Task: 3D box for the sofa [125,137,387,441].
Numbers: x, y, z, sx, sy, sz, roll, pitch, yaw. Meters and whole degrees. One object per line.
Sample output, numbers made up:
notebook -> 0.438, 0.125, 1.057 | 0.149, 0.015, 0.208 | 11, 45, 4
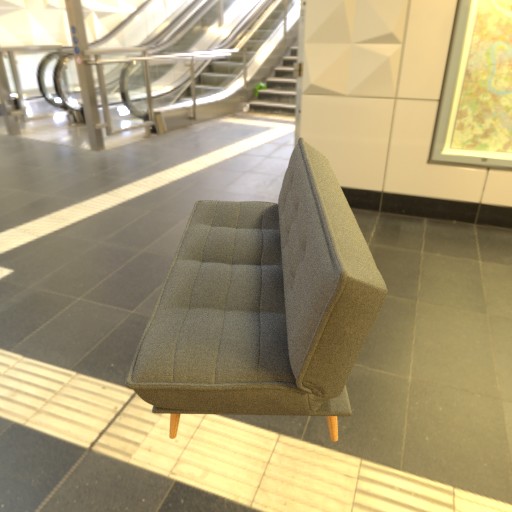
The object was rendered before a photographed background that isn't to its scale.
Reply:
sofa -> 0.000, 0.000, 2.457 | 0.950, 0.890, 1.940 | 1, 28, 1
